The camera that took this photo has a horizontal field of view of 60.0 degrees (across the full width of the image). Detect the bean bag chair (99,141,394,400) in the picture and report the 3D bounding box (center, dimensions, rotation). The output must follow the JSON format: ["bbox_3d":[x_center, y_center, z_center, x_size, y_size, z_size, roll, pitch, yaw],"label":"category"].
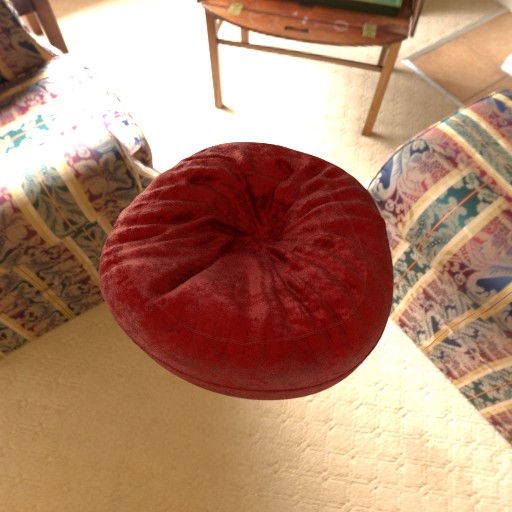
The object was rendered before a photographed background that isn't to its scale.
[{"bbox_3d":[0.000,0.000,2.494,1.524,0.878,1.524,15,63,8],"label":"bean bag chair"}]
